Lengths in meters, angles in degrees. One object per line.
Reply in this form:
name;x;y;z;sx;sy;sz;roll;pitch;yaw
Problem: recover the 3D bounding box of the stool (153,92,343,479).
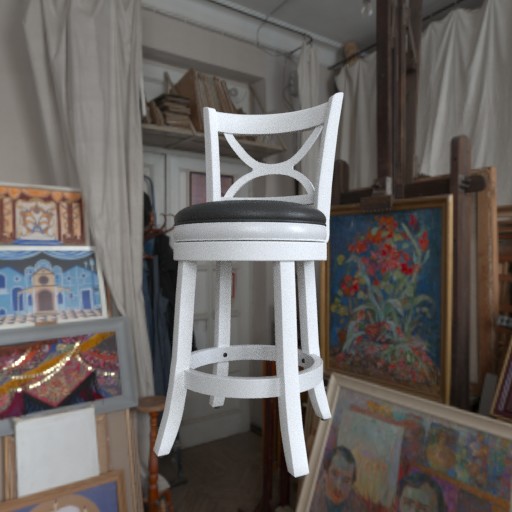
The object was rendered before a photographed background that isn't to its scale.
stool;0.000;0.000;1.222;0.444;0.953;0.508;0;0;17
